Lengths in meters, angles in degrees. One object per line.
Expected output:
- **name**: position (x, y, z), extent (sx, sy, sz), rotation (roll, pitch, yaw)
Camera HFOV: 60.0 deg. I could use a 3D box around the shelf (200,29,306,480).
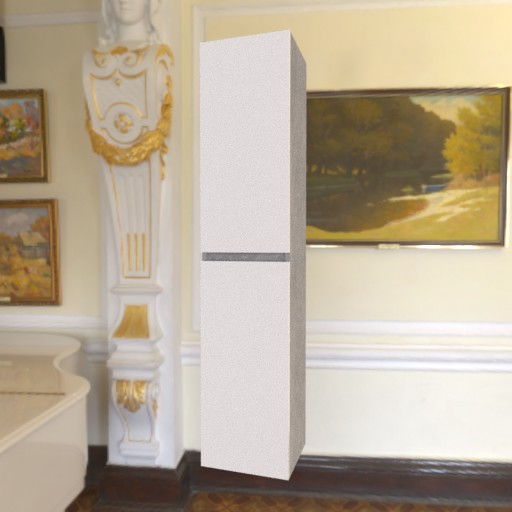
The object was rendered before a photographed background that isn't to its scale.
- **shelf**: position (0.000, 0.000, 1.549), extent (0.300, 1.400, 0.270), rotation (0, 1, 18)
